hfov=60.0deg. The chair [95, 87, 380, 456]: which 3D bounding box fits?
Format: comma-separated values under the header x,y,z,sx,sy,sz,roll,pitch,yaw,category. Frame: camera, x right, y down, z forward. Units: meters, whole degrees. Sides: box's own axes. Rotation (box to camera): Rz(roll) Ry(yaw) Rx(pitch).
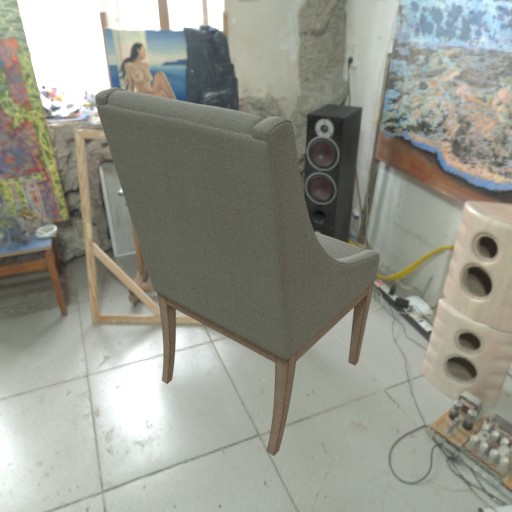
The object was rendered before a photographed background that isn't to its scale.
x,y,z,sx,sy,sz,roll,pitch,yaw,category
0.000,0.000,1.387,0.575,1.021,0.611,22,37,32,chair
